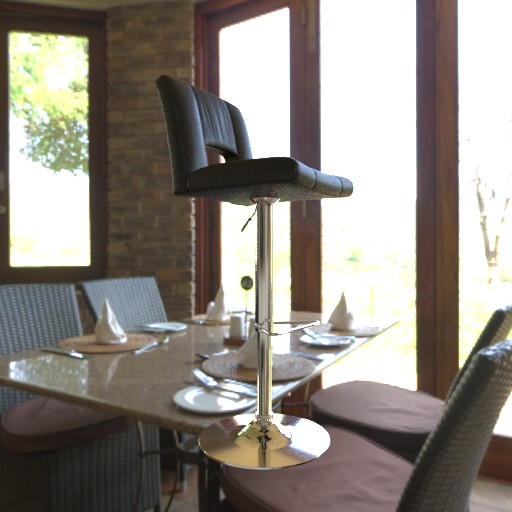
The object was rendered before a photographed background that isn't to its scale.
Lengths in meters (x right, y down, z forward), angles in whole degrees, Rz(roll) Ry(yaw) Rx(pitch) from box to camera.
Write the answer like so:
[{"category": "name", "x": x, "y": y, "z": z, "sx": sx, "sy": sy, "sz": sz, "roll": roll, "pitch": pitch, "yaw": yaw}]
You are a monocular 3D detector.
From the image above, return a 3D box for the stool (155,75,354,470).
[{"category": "stool", "x": 0.000, "y": 0.000, "z": 1.418, "sx": 0.520, "sy": 1.151, "sz": 0.415, "roll": 0, "pitch": 0, "yaw": 35}]
